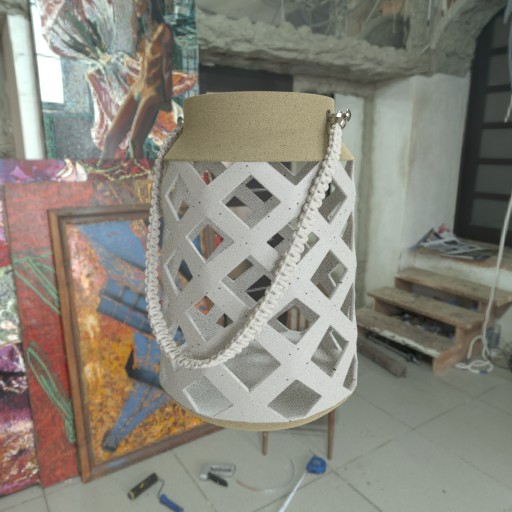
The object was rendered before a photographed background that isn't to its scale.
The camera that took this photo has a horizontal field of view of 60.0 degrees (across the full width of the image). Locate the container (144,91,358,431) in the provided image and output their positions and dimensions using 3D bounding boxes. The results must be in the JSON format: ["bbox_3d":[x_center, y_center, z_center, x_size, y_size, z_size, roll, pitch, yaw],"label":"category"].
[{"bbox_3d":[0.000,0.000,0.344,0.163,0.229,0.172,7,15,26],"label":"container"}]
